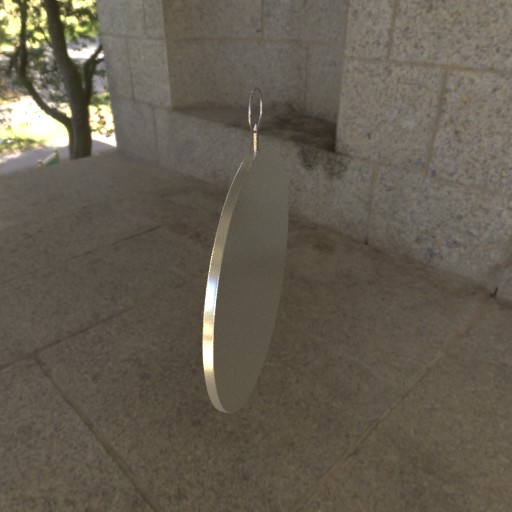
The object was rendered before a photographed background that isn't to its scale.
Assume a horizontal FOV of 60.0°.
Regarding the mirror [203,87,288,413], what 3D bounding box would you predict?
[{"bbox_3d":[0.000,0.000,0.990,0.020,0.713,0.594,8,30,14],"label":"mirror"}]
